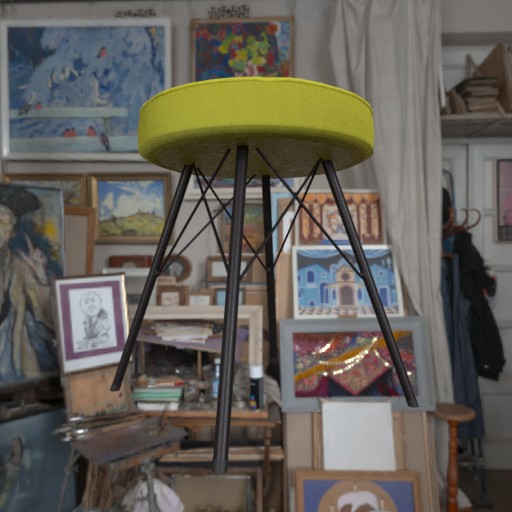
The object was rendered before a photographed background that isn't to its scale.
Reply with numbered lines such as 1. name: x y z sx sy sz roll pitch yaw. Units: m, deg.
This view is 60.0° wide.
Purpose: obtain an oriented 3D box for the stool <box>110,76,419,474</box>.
1. stool: 0.000 0.000 0.794 0.409 0.508 0.409 0 0 -36
